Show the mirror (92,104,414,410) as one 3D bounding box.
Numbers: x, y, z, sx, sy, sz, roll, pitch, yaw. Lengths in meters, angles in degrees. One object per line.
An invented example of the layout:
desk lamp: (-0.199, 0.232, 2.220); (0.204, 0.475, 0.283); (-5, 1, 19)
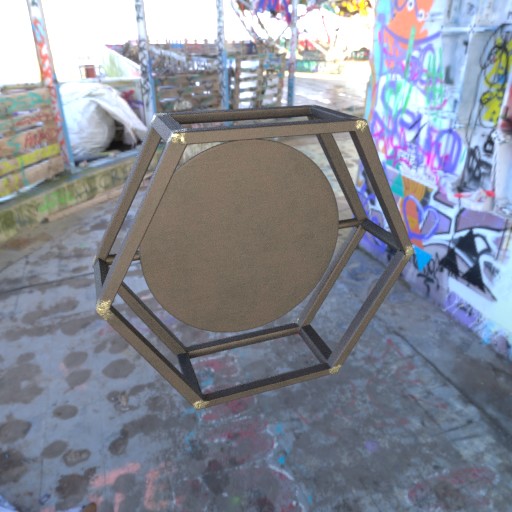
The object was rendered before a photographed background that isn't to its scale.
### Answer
mirror: (0.000, 0.000, 0.547); (0.380, 0.334, 0.119); (-9, 28, -18)
